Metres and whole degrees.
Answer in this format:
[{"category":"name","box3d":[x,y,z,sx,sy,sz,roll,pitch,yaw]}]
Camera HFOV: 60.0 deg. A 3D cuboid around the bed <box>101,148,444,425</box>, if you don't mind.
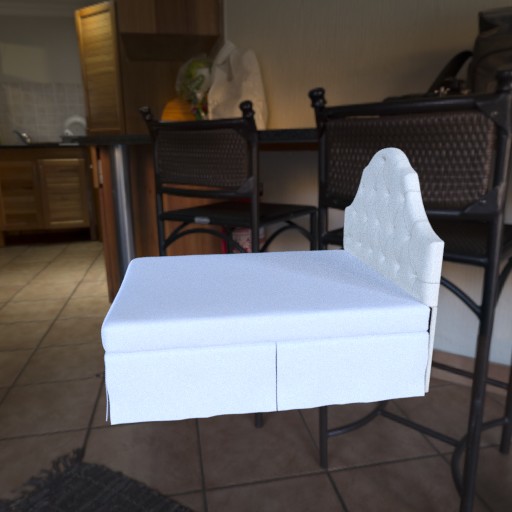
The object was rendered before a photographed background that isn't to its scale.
[{"category":"bed","box3d":[0.000,0.000,3.331,2.092,1.575,1.627,-2,15,-9]}]
